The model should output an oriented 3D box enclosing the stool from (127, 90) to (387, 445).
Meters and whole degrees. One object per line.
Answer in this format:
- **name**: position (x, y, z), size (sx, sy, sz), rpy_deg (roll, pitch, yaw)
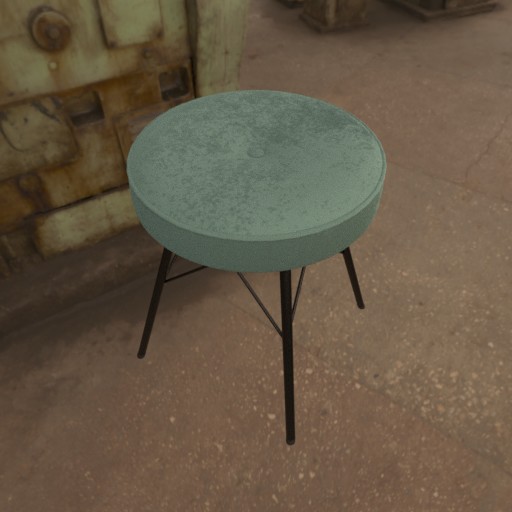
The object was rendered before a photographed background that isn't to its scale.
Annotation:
- **stool**: position (0.000, 0.000, 0.879), size (0.457, 0.519, 0.458), rpy_deg (30, 54, 26)
